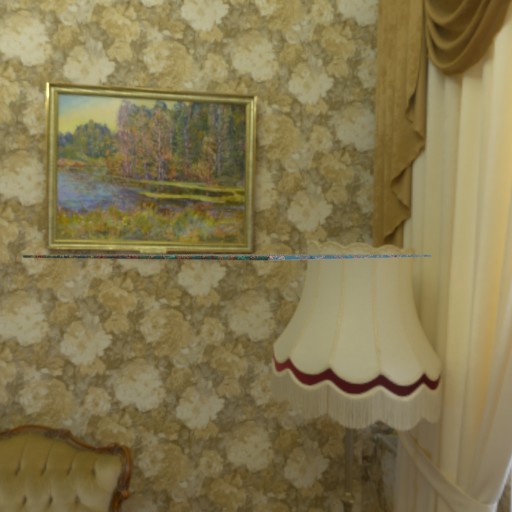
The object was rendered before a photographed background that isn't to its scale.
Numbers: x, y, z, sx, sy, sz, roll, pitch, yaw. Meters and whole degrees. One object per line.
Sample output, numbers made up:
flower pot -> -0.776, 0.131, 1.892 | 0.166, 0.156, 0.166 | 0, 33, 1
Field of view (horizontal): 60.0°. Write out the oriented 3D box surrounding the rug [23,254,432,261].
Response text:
rug -> 0.000, 0.000, 4.237 | 2.434, 0.025, 3.204 | 0, 0, 35
